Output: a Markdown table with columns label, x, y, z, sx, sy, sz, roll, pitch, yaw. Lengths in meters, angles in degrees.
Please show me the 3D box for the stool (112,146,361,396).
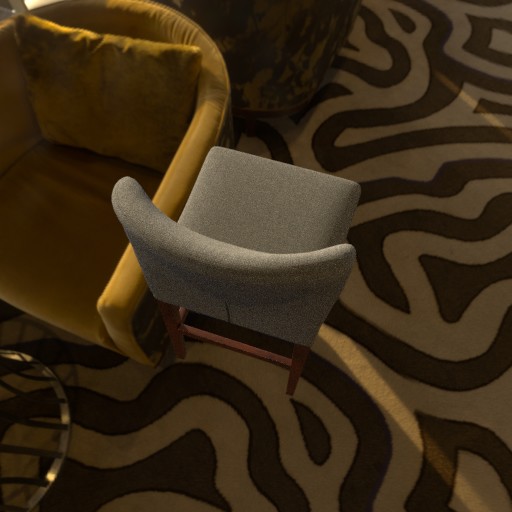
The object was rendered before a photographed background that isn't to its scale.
| label | x | y | z | sx | sy | sz | roll | pitch | yaw |
| --- | --- | --- | --- | --- | --- | --- | --- | --- | --- |
| stool | 0.000 | 0.000 | 1.277 | 0.479 | 0.968 | 0.568 | 16 | 64 | 8 |
